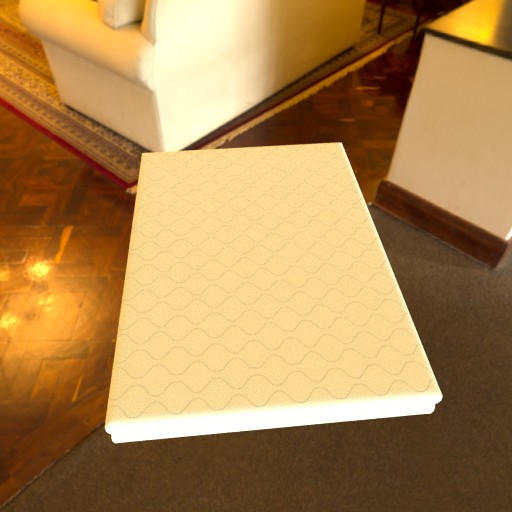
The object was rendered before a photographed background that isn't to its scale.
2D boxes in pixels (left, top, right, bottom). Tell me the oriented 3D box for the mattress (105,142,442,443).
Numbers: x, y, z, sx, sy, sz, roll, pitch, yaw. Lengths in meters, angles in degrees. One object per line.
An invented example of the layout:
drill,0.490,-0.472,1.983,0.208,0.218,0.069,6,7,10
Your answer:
mattress,0.000,0.000,2.509,1.400,0.200,1.900,-4,48,-4
